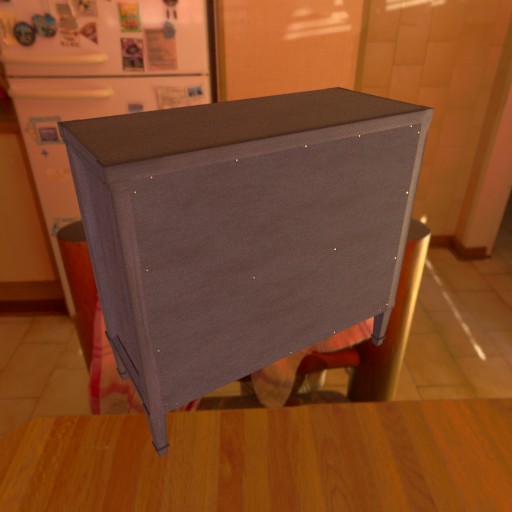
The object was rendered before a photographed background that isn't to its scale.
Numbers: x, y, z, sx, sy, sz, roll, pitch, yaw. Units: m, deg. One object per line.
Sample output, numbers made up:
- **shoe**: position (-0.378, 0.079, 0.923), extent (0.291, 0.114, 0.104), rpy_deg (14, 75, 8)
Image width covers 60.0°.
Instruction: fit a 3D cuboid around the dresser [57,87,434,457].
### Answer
- **dresser**: position (0.000, 0.000, 1.582), extent (1.049, 0.986, 0.463), rpy_deg (-18, 35, -28)
